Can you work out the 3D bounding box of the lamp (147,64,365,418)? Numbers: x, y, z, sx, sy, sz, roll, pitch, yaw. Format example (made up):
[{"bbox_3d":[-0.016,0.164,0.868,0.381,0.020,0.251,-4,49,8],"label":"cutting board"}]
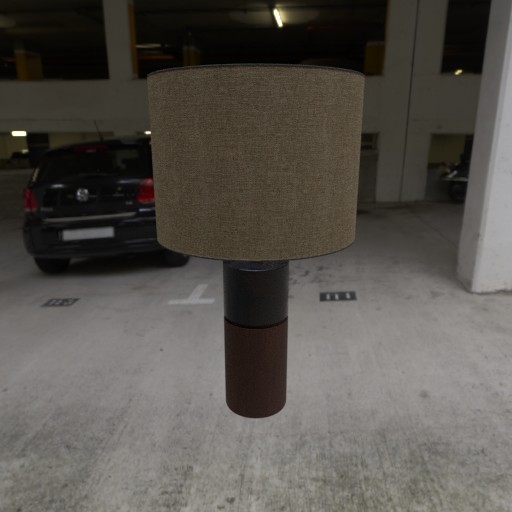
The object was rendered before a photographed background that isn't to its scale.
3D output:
[{"bbox_3d":[0.000,0.000,0.469,0.202,0.350,0.202,0,16,0],"label":"lamp"}]
